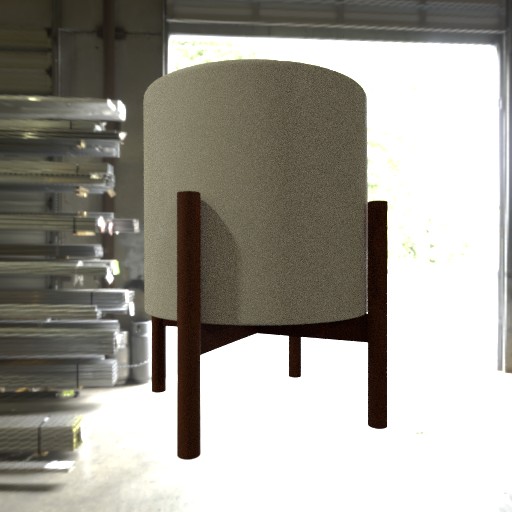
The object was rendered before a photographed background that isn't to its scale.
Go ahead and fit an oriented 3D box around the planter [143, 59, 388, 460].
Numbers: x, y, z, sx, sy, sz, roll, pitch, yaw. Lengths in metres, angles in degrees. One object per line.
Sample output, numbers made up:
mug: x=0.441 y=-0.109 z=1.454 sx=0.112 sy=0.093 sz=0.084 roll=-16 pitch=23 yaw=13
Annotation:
planter: x=0.000 y=0.000 z=0.856 sx=0.421 sy=0.581 sz=0.420 roll=0 pitch=0 yaw=-17
